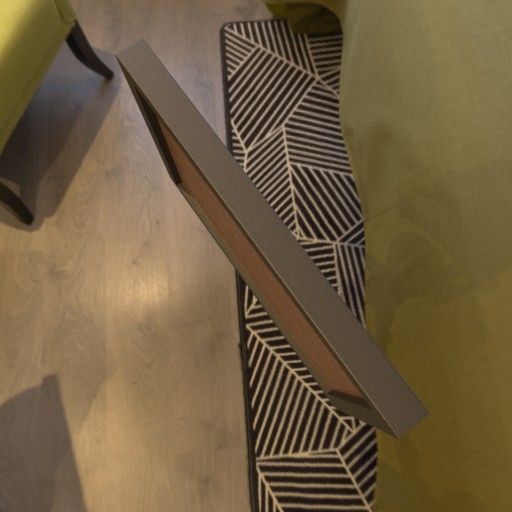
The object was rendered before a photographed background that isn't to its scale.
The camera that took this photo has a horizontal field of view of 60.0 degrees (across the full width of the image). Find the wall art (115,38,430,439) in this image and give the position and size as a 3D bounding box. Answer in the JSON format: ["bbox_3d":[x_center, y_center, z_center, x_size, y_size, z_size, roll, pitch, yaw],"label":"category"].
[{"bbox_3d":[0.000,0.000,0.831,0.051,0.456,0.671,-35,78,-8],"label":"wall art"}]
